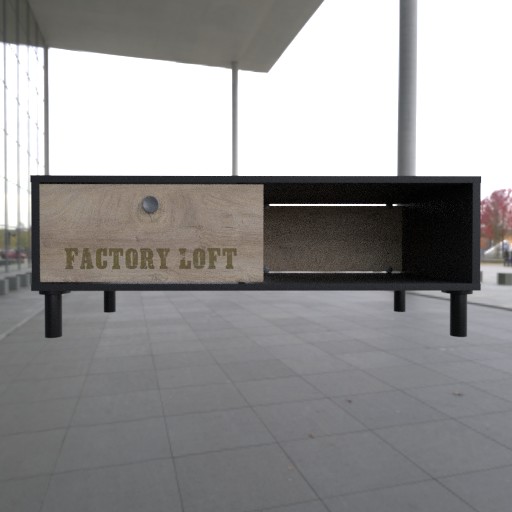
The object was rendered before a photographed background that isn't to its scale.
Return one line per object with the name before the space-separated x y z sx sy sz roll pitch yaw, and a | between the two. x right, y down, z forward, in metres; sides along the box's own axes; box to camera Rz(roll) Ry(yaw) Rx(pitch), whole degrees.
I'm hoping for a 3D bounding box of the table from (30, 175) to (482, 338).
table | 0.000 0.000 1.345 1.100 0.400 0.550 0 1 -1
